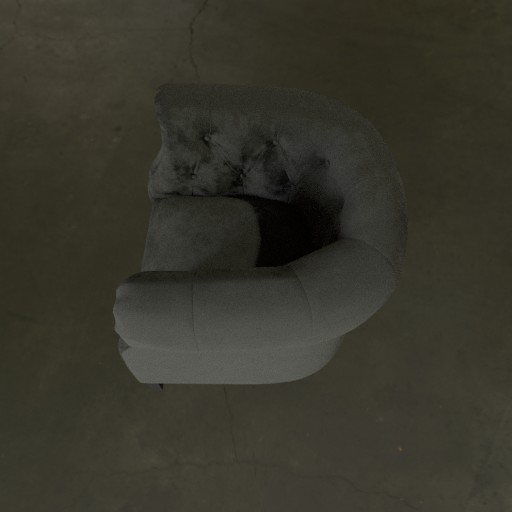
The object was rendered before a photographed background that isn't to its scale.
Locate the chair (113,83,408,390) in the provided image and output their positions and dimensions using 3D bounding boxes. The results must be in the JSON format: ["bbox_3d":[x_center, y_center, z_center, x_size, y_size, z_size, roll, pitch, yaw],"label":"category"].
[{"bbox_3d":[0.000,0.000,1.547,0.851,0.826,0.904,0,59,0],"label":"chair"}]
